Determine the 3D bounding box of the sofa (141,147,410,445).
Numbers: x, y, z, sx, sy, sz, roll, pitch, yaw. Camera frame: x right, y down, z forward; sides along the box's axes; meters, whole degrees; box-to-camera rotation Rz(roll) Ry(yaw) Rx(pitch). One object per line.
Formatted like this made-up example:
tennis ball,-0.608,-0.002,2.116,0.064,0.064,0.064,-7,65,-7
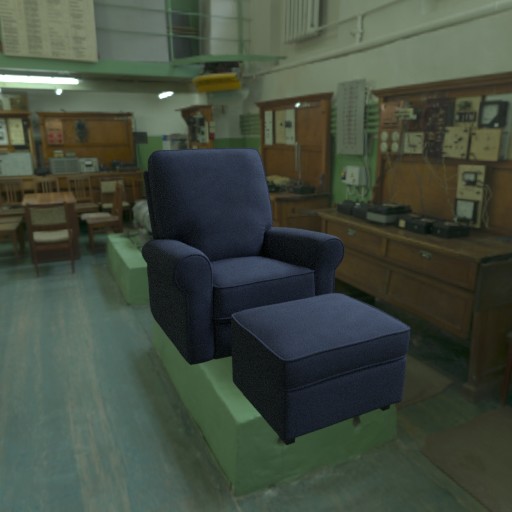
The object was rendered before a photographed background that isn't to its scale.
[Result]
sofa,0.000,0.000,2.091,0.880,0.959,1.478,-8,17,-26
